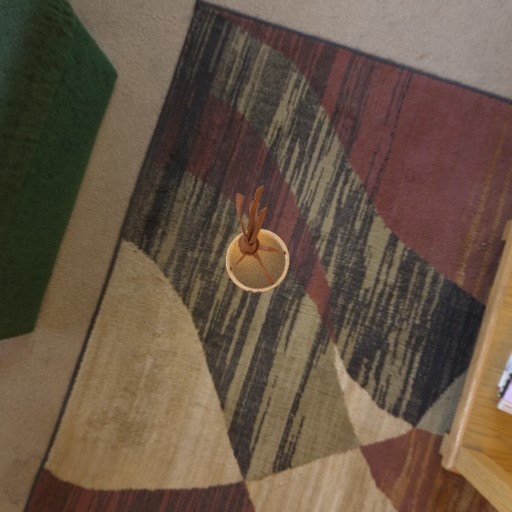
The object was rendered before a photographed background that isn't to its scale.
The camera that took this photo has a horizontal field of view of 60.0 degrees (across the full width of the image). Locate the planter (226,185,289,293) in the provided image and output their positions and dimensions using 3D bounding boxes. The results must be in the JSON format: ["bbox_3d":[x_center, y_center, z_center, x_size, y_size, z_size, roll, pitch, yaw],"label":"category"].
[{"bbox_3d":[0.000,0.000,0.823,0.153,0.753,0.157,0,87,1],"label":"planter"}]
